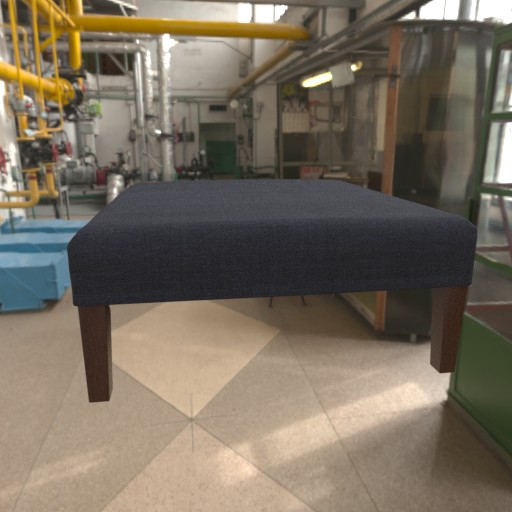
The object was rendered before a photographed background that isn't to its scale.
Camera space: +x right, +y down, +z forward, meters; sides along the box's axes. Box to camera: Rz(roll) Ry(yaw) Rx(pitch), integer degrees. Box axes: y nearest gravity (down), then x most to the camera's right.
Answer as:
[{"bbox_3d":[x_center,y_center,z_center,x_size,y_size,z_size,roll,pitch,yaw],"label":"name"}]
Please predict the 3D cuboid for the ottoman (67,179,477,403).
[{"bbox_3d":[0.000,0.000,1.392,0.890,0.411,0.889,-2,15,-8],"label":"ottoman"}]
